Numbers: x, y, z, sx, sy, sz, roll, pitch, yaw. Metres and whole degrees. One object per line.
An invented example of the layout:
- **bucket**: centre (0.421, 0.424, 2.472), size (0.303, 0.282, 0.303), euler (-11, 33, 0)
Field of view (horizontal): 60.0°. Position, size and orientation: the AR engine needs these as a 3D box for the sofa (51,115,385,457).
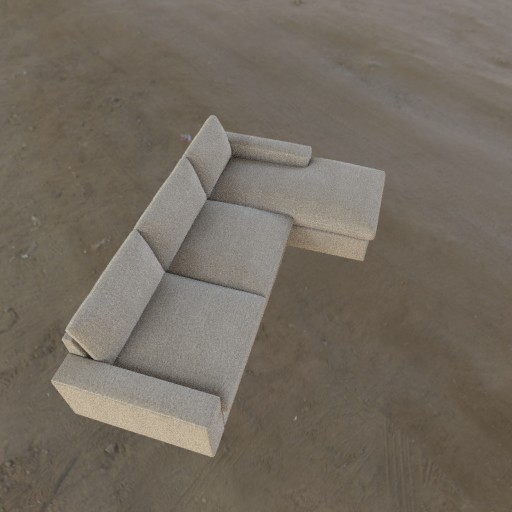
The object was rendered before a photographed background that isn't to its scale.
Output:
- **sofa**: centre (0.000, 0.000, 3.348), size (1.689, 0.813, 2.718), euler (13, 50, 11)
